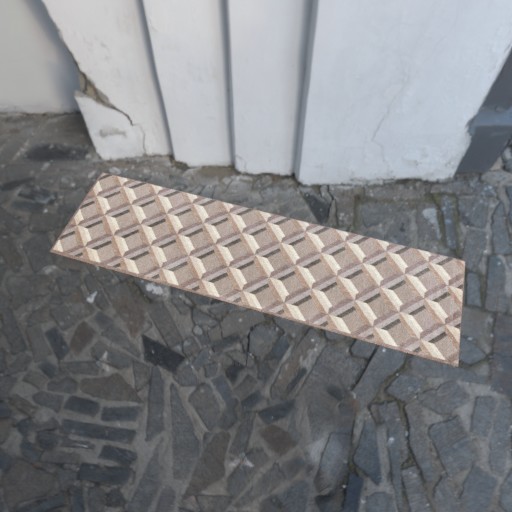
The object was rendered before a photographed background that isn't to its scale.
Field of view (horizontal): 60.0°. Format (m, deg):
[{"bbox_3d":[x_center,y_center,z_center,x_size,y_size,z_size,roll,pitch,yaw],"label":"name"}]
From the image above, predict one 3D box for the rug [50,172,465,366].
[{"bbox_3d":[0.000,0.000,2.693,2.437,0.013,0.685,15,59,9],"label":"rug"}]
